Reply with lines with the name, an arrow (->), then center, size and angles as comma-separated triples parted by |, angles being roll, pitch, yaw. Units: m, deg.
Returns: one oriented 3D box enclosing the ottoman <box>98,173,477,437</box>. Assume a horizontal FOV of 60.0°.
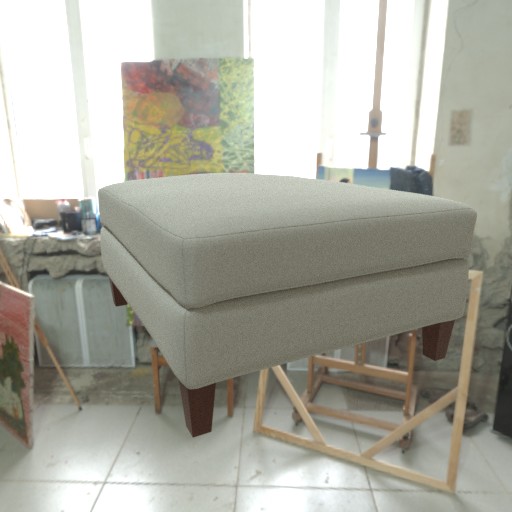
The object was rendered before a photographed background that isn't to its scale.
ottoman -> 0.000, 0.000, 1.429 | 0.836, 0.492, 0.976 | -8, 17, -27
